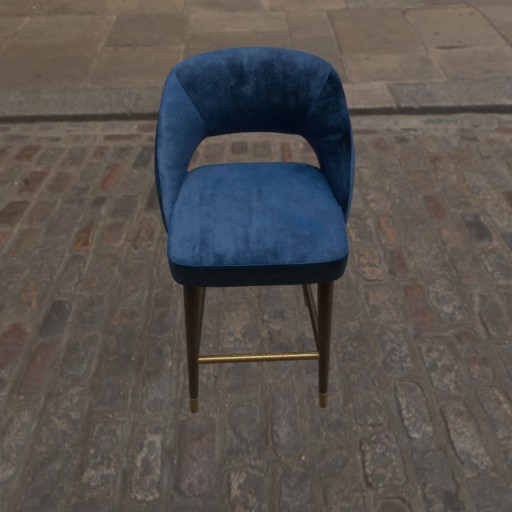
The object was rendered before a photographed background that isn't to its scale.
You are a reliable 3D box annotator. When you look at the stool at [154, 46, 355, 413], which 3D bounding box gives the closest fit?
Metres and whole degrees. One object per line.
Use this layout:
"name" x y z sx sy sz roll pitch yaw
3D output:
"stool" 0.000 0.000 1.313 0.514 1.016 0.515 -2 48 -2
